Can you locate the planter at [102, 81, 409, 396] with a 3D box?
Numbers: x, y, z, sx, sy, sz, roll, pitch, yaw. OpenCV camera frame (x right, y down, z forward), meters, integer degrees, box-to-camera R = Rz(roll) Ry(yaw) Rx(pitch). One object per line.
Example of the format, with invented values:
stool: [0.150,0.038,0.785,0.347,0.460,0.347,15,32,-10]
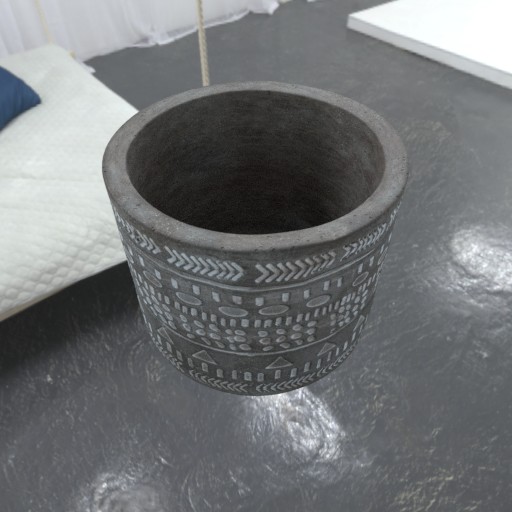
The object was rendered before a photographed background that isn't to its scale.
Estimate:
planter: [0.000,0.000,0.261,0.142,0.149,0.142,0,46,0]
